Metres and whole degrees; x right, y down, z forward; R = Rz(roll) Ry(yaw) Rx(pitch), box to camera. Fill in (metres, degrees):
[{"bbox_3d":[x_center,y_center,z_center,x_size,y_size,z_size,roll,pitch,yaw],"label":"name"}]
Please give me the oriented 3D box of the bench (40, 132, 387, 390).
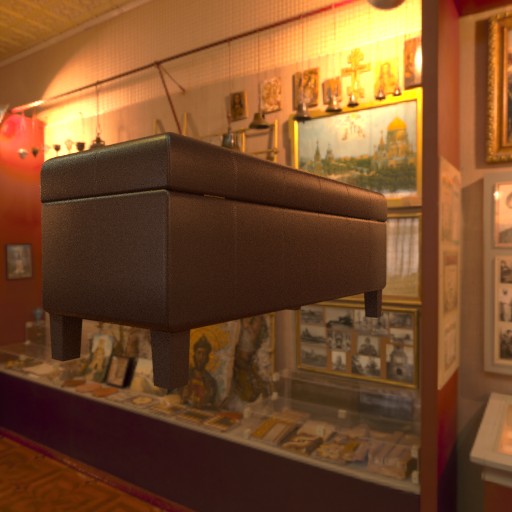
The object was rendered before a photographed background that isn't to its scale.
[{"bbox_3d":[0.000,0.000,1.317,0.429,0.457,1.092,1,1,36],"label":"bench"}]
